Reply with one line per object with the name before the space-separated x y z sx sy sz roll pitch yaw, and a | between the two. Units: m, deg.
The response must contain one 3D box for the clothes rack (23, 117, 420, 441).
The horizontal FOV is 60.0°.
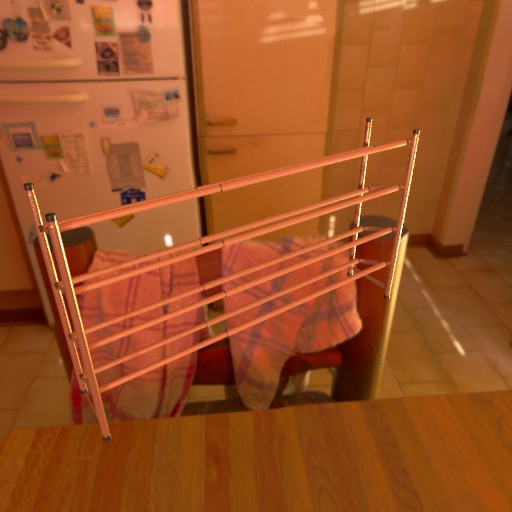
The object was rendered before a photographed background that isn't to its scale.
clothes rack | 0.000 0.000 1.405 1.168 0.672 0.229 -19 35 -30
